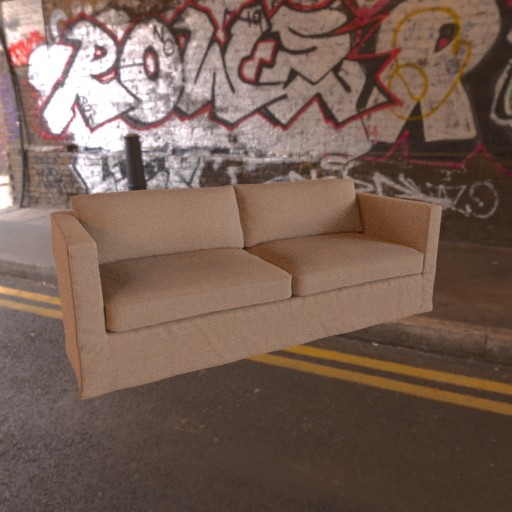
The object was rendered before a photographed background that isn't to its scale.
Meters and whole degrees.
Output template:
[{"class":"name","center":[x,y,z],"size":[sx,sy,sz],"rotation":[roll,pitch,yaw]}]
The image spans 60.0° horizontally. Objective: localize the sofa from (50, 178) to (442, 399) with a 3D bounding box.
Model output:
[{"class":"sofa","center":[0.000,0.000,2.789],"size":[2.296,0.847,0.956],"rotation":[-8,17,-27]}]
